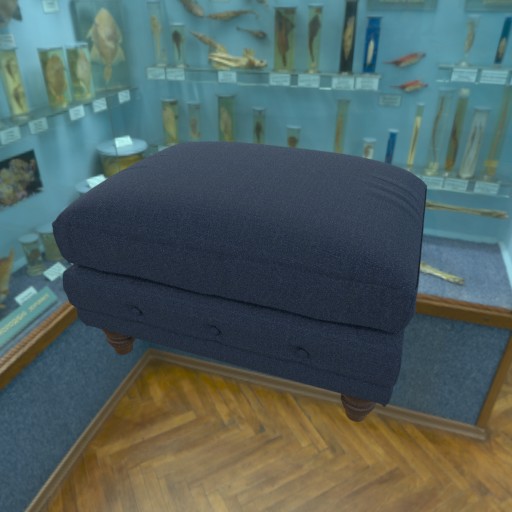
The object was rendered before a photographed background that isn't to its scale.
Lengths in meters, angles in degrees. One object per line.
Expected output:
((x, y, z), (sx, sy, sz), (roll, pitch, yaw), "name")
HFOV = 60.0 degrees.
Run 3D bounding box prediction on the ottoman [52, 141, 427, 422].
((0.000, 0.000, 1.132), (0.767, 0.486, 0.558), (11, 33, 17), "ottoman")
